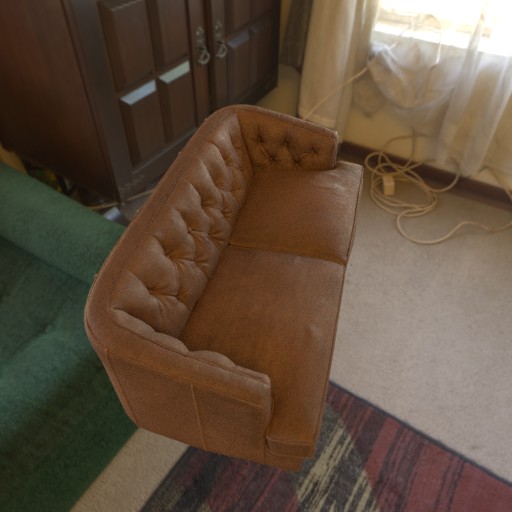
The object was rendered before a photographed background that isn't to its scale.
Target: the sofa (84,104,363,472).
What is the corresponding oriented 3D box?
[{"bbox_3d":[0.000,0.000,2.202,0.917,0.799,1.767,11,46,11],"label":"sofa"}]
